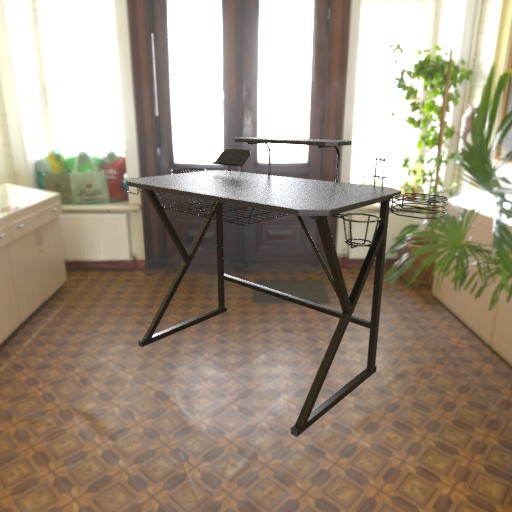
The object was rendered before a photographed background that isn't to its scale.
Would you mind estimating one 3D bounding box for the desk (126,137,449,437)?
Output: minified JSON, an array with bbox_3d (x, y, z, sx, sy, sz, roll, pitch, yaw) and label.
[{"bbox_3d":[0.000,0.000,1.749,1.290,0.880,0.580,15,23,40],"label":"desk"}]
